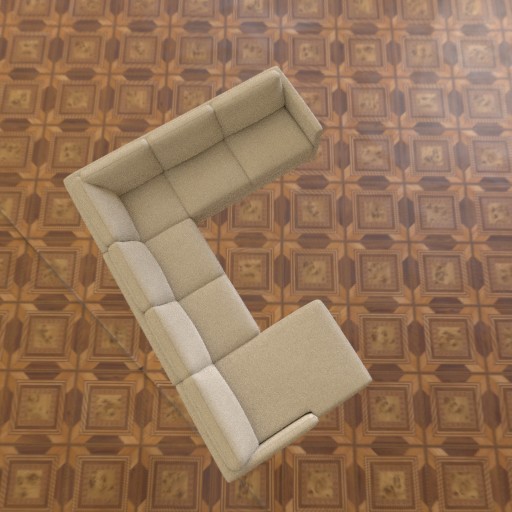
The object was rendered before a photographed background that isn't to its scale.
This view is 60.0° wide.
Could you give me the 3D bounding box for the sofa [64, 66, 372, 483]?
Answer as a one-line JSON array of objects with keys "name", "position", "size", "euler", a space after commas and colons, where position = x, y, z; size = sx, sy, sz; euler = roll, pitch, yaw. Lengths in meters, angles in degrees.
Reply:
[{"name": "sofa", "position": [0.000, 0.000, 4.430], "size": [2.551, 0.853, 3.238], "euler": [-31, 77, -8]}]
